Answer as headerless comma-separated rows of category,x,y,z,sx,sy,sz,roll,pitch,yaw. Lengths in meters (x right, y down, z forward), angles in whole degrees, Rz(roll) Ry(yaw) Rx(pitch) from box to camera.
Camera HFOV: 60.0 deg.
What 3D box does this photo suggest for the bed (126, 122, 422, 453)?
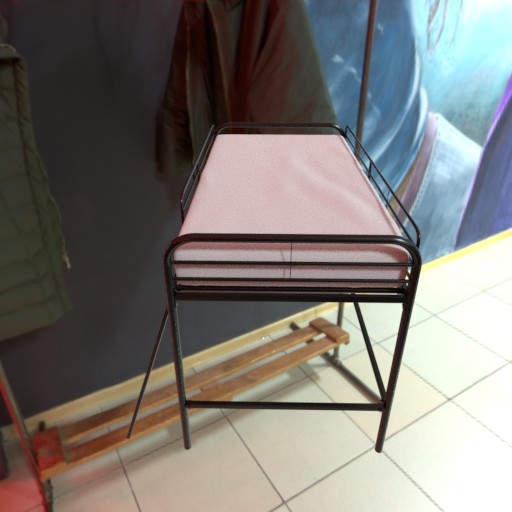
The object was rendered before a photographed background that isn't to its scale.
bed,0.000,0.000,2.909,1.393,1.289,1.968,1,29,1
